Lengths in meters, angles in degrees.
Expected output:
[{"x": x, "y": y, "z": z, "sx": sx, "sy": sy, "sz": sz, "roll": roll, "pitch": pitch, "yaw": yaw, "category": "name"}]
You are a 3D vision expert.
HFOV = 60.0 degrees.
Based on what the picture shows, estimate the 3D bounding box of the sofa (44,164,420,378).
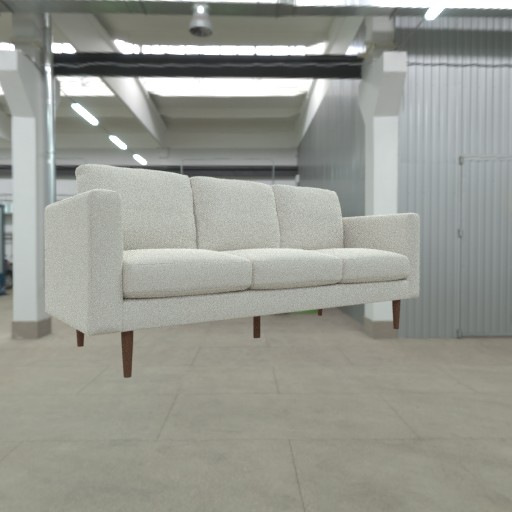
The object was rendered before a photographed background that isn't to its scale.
[{"x": 0.000, "y": 0.000, "z": 2.474, "sx": 2.029, "sy": 0.912, "sz": 0.802, "roll": -1, "pitch": 1, "yaw": -36, "category": "sofa"}]
